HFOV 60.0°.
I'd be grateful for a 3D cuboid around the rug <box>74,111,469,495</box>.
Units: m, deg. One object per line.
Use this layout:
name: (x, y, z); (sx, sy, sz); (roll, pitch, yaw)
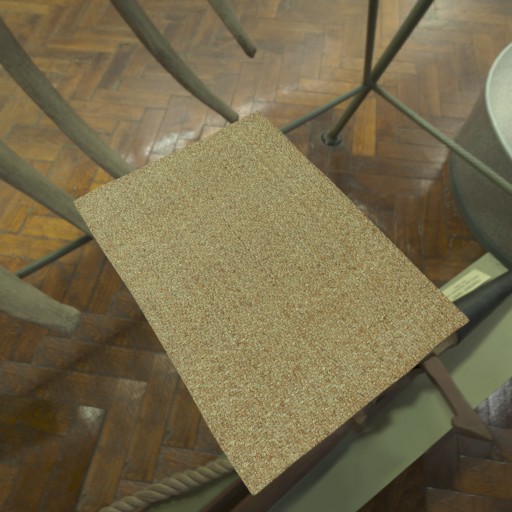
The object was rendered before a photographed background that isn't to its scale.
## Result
rug: (0.000, 0.000, 2.761); (1.566, 0.013, 2.141); (-31, 64, -17)
